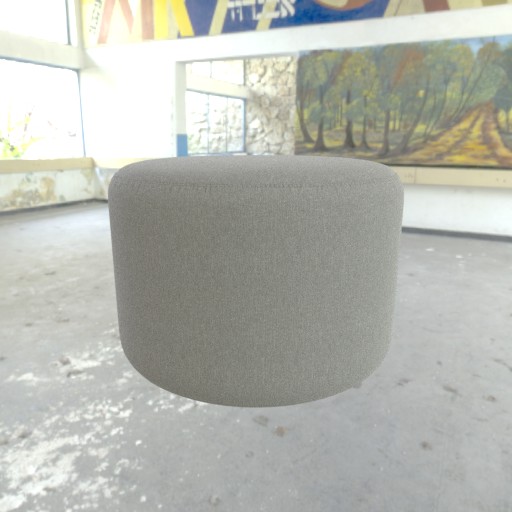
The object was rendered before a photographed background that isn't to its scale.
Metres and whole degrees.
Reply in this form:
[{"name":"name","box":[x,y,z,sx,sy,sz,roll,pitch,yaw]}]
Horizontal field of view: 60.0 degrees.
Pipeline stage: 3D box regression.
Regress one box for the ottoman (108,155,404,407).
[{"name":"ottoman","box":[0.000,0.000,0.991,0.608,0.433,0.608,0,15,0]}]
